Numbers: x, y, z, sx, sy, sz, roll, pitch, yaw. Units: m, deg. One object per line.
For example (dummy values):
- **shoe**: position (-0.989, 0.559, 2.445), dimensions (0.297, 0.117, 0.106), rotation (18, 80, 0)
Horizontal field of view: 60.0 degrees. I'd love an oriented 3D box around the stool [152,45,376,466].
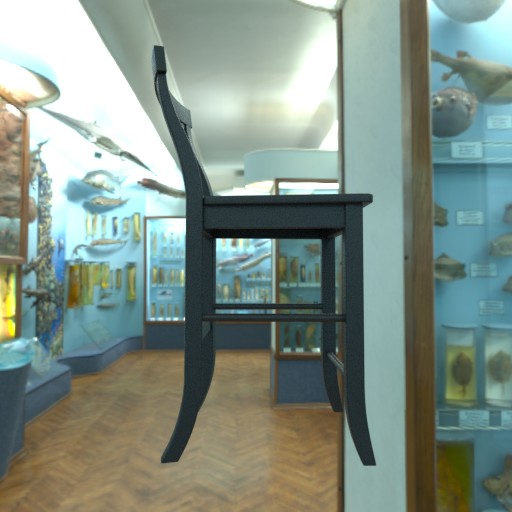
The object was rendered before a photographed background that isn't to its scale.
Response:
- **stool**: position (0.000, 0.000, 1.254), dimensions (0.559, 0.989, 0.452), rotation (0, -2, 0)
